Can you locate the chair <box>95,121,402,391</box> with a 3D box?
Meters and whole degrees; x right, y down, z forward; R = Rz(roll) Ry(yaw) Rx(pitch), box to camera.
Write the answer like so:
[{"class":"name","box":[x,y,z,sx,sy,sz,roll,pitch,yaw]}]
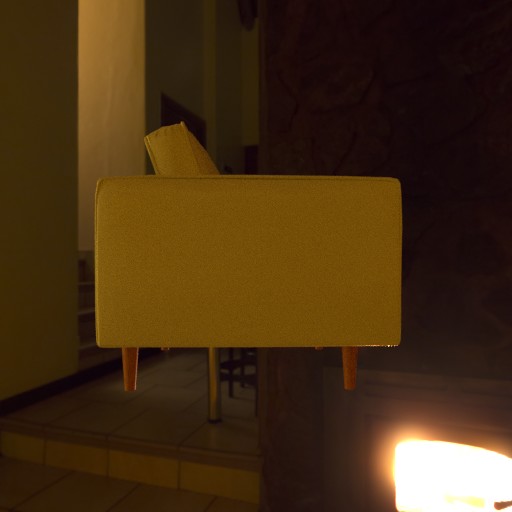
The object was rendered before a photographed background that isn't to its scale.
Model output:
[{"class":"chair","box":[0.000,0.000,1.567,0.843,0.773,0.928,0,0,-1]}]
